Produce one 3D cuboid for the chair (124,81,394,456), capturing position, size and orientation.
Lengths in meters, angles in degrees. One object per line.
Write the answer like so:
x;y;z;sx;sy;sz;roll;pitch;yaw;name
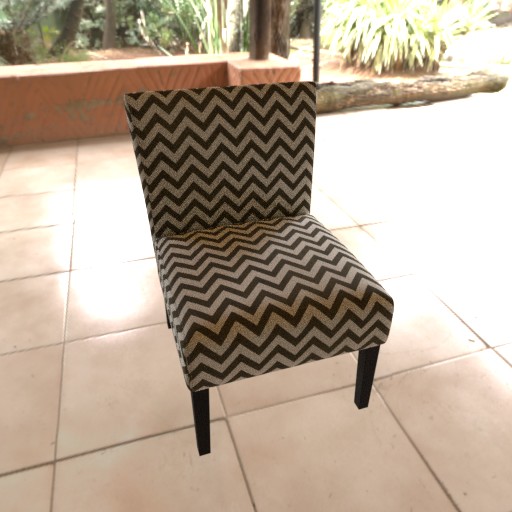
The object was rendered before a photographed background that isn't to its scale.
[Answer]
0.000;0.000;1.300;0.589;0.838;0.648;-10;33;-15;chair
